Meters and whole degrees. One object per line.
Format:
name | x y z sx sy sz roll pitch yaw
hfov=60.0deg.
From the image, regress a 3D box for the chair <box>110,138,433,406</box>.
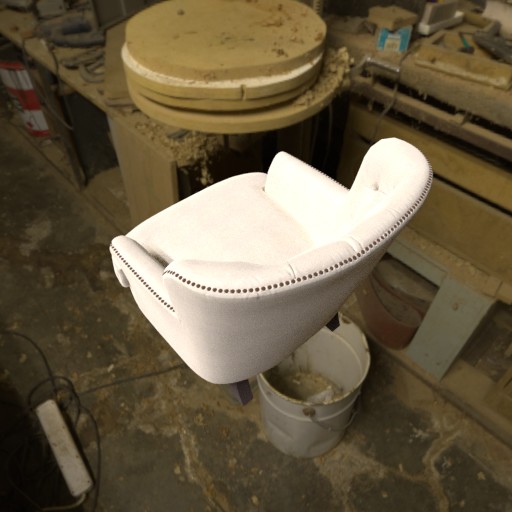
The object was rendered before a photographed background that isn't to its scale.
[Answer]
chair | 0.000 0.000 1.557 0.848 0.868 0.906 -33 55 -27
